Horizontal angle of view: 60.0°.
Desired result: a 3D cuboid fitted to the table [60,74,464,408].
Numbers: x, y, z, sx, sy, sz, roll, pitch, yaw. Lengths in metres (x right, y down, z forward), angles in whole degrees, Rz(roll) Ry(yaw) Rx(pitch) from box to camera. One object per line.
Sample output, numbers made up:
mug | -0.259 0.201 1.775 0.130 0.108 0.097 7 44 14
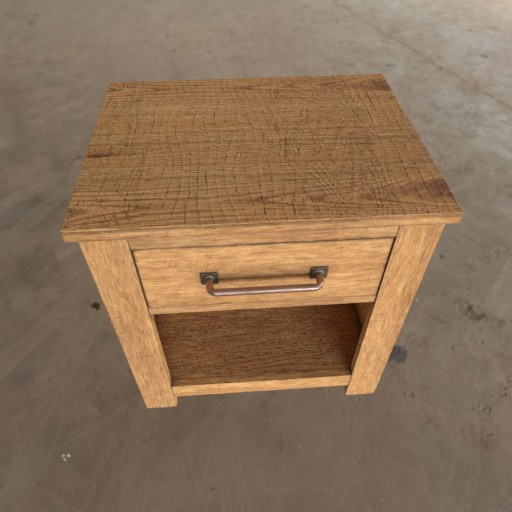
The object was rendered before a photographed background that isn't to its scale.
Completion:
table | 0.000 0.000 1.034 0.601 0.625 0.494 -3 47 -3
